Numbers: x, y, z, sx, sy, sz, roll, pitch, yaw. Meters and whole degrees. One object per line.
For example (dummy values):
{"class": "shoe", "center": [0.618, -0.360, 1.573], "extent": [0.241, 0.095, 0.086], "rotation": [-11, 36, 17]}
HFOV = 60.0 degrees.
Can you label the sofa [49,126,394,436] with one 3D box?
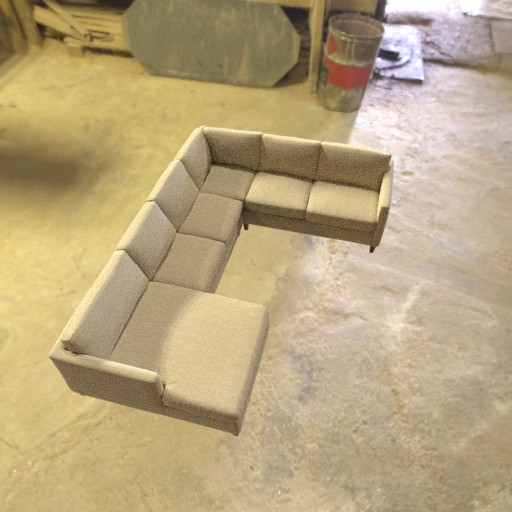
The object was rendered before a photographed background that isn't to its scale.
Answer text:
{"class": "sofa", "center": [0.000, 0.000, 4.618], "extent": [2.594, 0.961, 3.460], "rotation": [11, 48, 10]}
